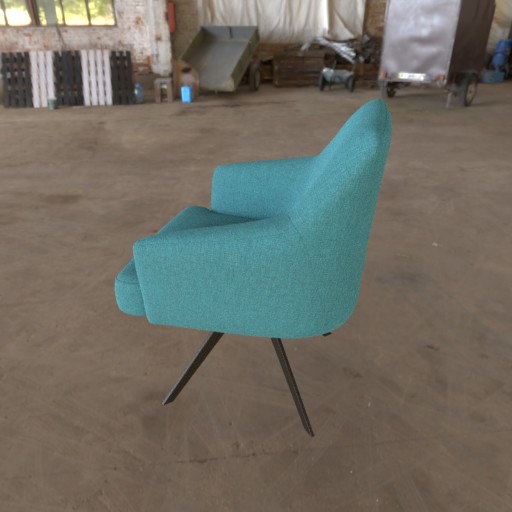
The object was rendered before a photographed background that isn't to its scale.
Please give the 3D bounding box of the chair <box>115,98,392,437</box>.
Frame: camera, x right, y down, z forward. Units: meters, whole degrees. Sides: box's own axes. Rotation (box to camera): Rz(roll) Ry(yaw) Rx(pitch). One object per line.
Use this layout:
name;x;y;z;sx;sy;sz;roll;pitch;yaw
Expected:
chair;0.000;0.000;1.336;0.677;0.874;0.642;7;30;13
